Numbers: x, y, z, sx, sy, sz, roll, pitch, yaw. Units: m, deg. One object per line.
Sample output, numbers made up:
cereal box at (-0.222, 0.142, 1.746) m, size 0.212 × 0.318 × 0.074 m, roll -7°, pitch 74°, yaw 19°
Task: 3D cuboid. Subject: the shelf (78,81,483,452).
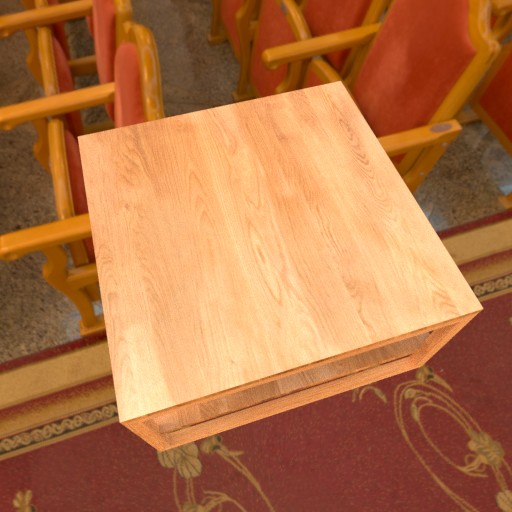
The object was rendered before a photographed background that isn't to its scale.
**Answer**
shelf at (0.000, 0.000, 1.452) m, size 0.899 × 0.480 × 0.899 m, roll -15°, pitch 60°, yaw -9°
